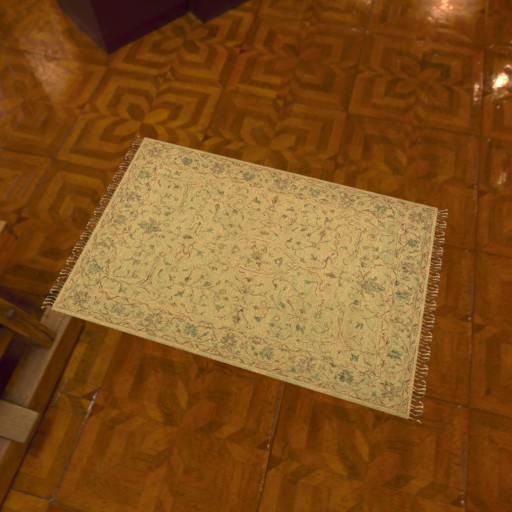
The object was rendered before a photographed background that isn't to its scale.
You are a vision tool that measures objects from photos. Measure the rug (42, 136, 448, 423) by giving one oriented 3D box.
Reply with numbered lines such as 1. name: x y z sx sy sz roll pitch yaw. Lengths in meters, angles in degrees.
1. rug: 0.000 0.000 3.026 2.435 0.010 1.544 15 64 8
